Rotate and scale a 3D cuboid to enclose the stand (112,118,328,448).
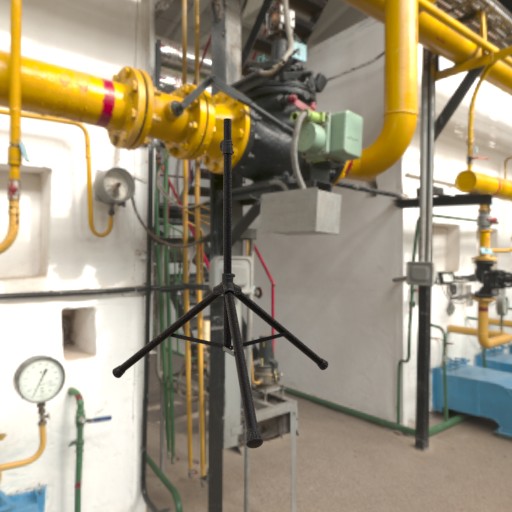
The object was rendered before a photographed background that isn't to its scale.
[{"bbox_3d":[0.000,0.000,1.941,0.907,1.136,1.045,0,0,-38],"label":"stand"}]
